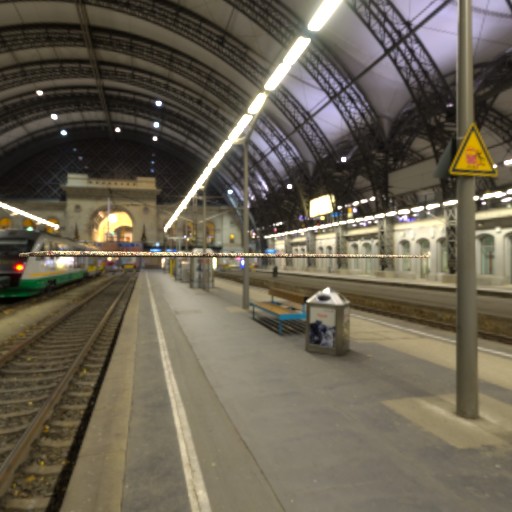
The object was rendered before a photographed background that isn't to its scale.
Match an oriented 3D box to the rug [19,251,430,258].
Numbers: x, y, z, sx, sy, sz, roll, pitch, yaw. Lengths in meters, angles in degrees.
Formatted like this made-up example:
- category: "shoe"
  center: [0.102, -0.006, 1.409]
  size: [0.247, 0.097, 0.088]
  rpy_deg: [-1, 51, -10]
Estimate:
- category: "rug"
  center: [0.000, 0.000, 2.492]
  size: [2.292, 0.015, 0.688]
  rpy_deg: [0, -1, -36]
